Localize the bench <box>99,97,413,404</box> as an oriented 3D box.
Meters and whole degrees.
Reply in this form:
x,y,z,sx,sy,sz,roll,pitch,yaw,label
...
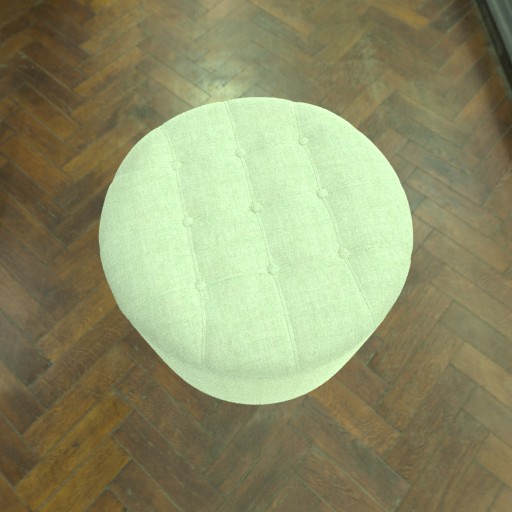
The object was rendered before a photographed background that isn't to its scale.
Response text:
x,y,z,sx,sy,sz,roll,pitch,yaw,label
0.000,0.000,1.005,0.600,0.453,0.600,0,65,0,bench
